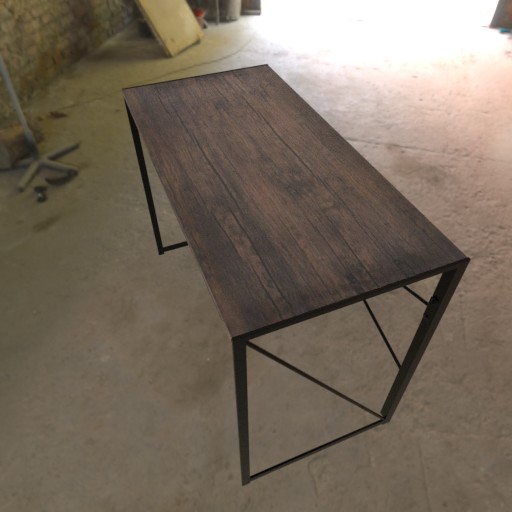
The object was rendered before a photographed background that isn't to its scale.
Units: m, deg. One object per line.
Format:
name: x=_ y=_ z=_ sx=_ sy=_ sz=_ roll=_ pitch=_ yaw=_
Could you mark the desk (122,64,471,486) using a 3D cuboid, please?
desk: x=0.000 y=0.000 z=1.407 sx=0.505 sy=0.747 sz=1.015 roll=-16 pitch=48 yaw=-15
